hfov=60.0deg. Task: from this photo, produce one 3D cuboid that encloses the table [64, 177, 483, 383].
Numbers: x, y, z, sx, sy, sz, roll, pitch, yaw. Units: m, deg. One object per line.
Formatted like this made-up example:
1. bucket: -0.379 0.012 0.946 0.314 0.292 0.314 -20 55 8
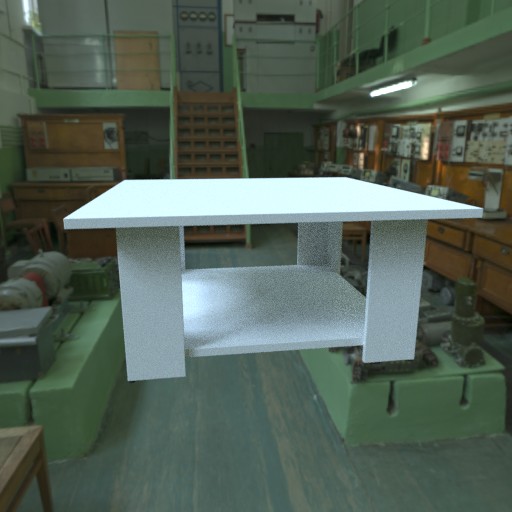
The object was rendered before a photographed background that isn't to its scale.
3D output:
1. table: 0.000 0.000 1.054 0.670 0.305 0.670 -2 15 -8
